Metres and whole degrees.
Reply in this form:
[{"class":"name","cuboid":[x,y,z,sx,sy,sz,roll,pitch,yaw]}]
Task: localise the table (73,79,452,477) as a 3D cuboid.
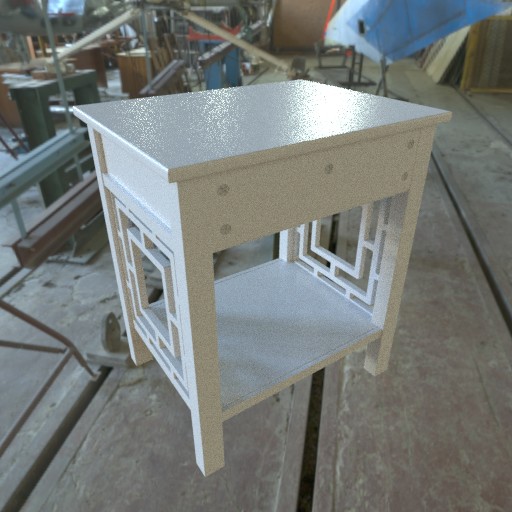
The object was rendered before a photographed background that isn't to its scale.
[{"class":"table","cuboid":[0.000,0.000,0.998,0.564,0.646,0.451,-19,35,-29]}]
